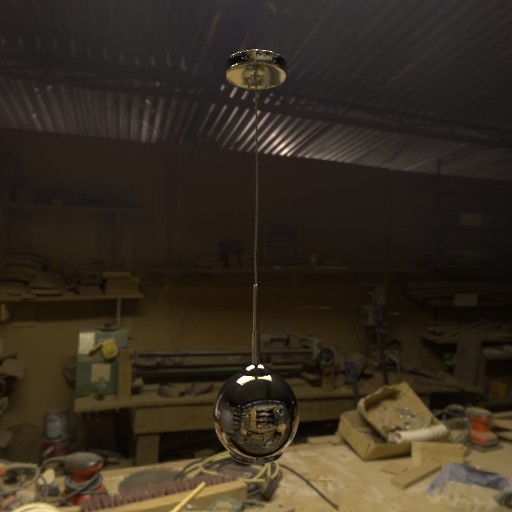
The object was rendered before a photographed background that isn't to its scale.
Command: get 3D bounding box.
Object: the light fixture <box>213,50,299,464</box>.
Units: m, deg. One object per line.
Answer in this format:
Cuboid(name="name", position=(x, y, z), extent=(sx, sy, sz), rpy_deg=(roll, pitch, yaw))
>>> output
Cuboid(name="light fixture", position=(0.000, 0.000, 1.757), extent=(0.336, 1.538, 0.336), rpy_deg=(1, -2, -18))
